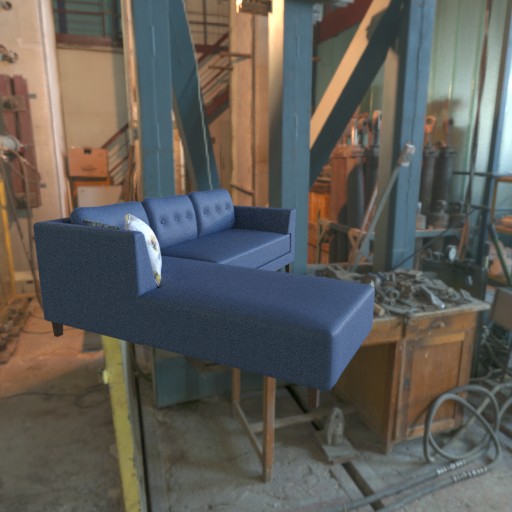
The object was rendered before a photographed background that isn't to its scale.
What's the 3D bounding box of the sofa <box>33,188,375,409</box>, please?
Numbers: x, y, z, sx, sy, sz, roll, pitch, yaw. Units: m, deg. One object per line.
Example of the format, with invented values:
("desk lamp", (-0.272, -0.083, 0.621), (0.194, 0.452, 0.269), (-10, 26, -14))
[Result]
("sofa", (0.000, 0.000, 3.138), (1.829, 0.787, 2.120), (7, 15, 27))
